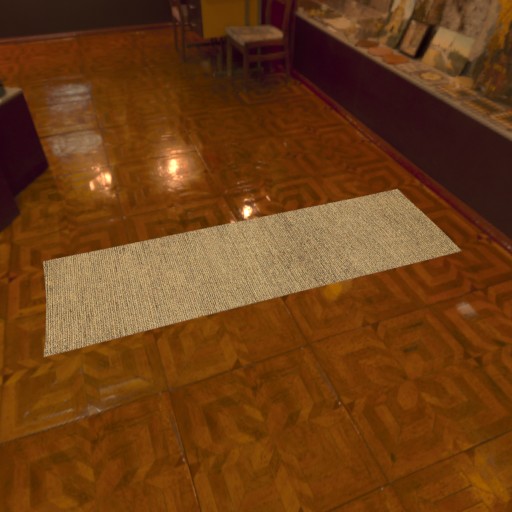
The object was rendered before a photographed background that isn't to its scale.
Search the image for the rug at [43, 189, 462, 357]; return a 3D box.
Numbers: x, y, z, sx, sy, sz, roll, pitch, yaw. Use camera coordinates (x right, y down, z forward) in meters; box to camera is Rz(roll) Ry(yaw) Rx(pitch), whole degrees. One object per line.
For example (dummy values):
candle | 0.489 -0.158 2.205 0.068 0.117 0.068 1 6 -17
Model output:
rug | 0.000 0.000 2.570 2.335 0.013 0.697 -13 43 -14
